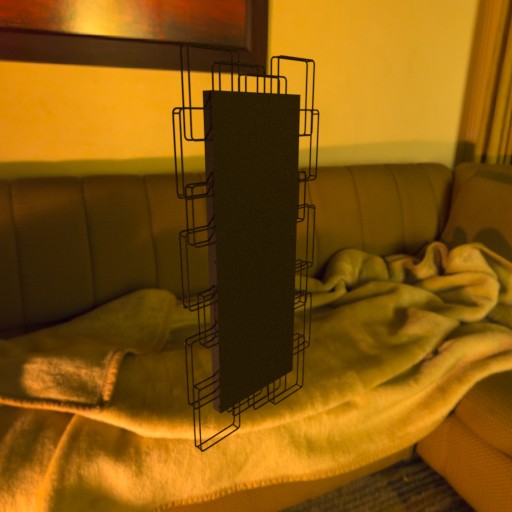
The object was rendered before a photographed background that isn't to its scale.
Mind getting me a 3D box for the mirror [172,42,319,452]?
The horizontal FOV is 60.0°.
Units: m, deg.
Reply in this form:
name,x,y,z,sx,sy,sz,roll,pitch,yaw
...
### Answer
name,x,y,z,sx,sy,sz,roll,pitch,yaw
mirror,0.000,0.000,1.418,0.037,1.192,0.565,17,24,42
